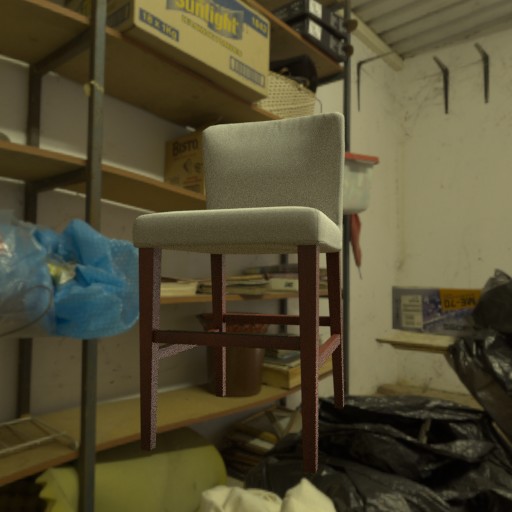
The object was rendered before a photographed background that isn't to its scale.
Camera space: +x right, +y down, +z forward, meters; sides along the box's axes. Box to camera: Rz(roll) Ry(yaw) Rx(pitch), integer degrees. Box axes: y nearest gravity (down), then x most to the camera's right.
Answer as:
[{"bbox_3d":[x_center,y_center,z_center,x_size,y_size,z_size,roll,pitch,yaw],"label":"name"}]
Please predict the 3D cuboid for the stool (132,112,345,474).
[{"bbox_3d":[0.000,0.000,1.286,0.479,0.968,0.568,-1,-2,18],"label":"stool"}]
